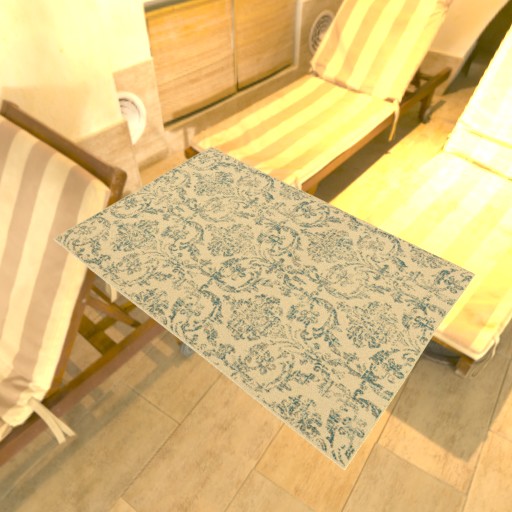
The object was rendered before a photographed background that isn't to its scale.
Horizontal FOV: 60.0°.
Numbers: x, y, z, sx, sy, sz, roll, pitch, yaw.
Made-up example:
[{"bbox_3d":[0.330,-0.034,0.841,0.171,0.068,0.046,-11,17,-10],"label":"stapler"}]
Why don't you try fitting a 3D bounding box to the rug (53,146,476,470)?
[{"bbox_3d":[0.000,0.000,3.428,2.746,0.018,1.819,31,53,27],"label":"rug"}]
